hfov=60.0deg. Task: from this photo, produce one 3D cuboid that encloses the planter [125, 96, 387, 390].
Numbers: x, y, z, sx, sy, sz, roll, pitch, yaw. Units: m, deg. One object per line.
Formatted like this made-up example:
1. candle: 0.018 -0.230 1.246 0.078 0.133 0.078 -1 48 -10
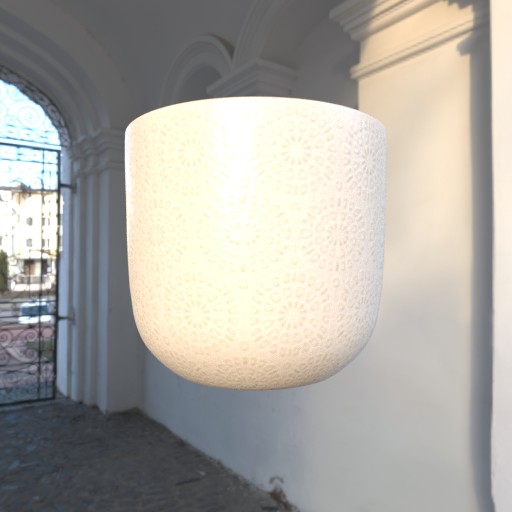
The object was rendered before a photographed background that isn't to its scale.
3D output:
1. planter: 0.000 0.000 0.366 0.208 0.190 0.208 0 0 0
